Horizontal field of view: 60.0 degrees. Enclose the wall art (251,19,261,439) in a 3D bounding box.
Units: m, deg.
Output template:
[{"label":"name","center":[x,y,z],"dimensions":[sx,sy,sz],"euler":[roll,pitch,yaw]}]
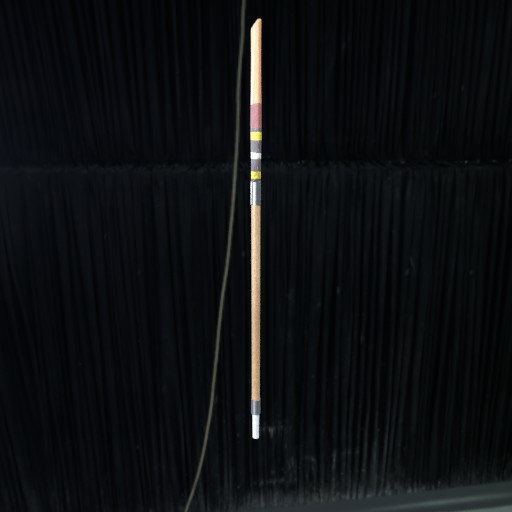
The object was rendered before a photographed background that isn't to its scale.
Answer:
[{"label":"wall art","center":[0.000,0.000,1.633],"dimensions":[0.038,1.556,0.146],"euler":[-2,15,-9]}]
